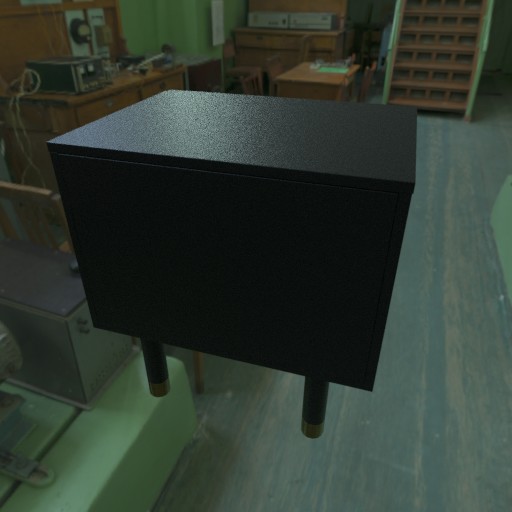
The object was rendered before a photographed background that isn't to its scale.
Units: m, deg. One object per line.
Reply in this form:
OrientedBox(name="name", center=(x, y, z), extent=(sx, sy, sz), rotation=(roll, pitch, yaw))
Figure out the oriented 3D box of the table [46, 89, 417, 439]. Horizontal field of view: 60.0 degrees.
OrientedBox(name="table", center=(0.000, 0.000, 0.968), extent=(0.564, 0.584, 0.441), rotation=(9, 33, 15))
